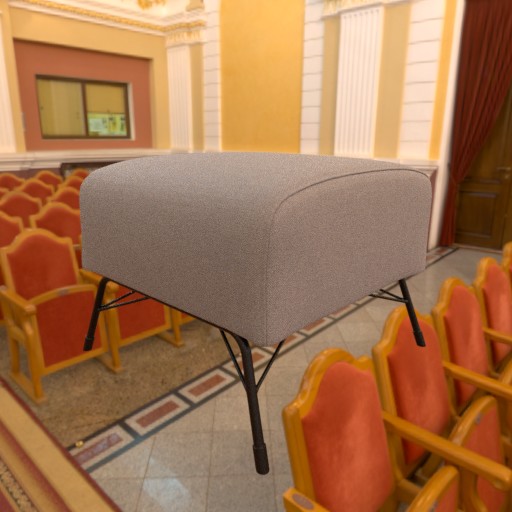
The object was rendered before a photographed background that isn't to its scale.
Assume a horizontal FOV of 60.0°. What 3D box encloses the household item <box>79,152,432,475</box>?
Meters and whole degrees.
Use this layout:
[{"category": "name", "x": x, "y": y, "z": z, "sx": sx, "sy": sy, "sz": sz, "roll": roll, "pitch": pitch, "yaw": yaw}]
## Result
[{"category": "household item", "x": 0.000, "y": 0.000, "z": 0.904, "sx": 0.530, "sy": 0.410, "sz": 0.530, "roll": 14, "pitch": 21, "yaw": 42}]
